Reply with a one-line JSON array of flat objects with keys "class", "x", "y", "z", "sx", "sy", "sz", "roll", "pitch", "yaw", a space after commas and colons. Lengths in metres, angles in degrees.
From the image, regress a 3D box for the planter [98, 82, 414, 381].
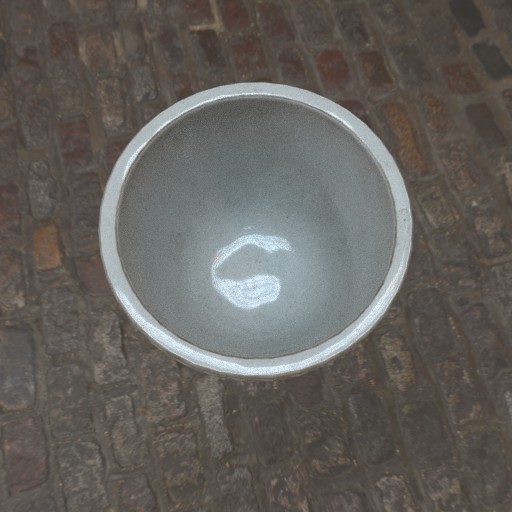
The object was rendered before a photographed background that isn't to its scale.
[{"class": "planter", "x": 0.000, "y": 0.000, "z": 0.315, "sx": 0.173, "sy": 0.160, "sz": 0.173, "roll": 0, "pitch": 74, "yaw": 0}]
